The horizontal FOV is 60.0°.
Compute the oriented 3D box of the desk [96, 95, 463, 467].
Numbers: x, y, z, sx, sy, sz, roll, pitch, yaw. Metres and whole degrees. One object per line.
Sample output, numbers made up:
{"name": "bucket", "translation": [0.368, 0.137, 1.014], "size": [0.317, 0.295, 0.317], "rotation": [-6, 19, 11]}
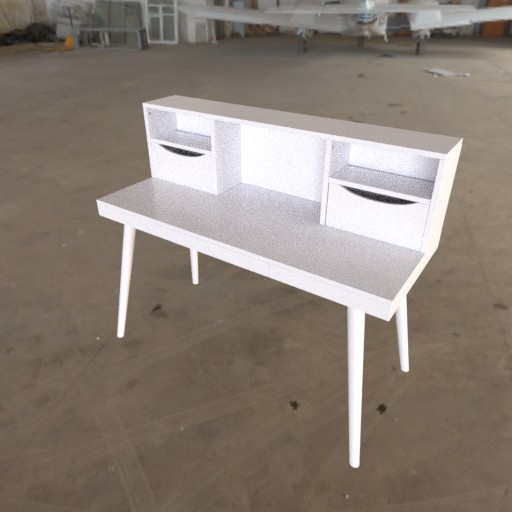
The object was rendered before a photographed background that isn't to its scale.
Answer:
{"name": "desk", "translation": [0.000, 0.000, 1.721], "size": [1.199, 0.990, 0.559], "rotation": [19, 36, 29]}
